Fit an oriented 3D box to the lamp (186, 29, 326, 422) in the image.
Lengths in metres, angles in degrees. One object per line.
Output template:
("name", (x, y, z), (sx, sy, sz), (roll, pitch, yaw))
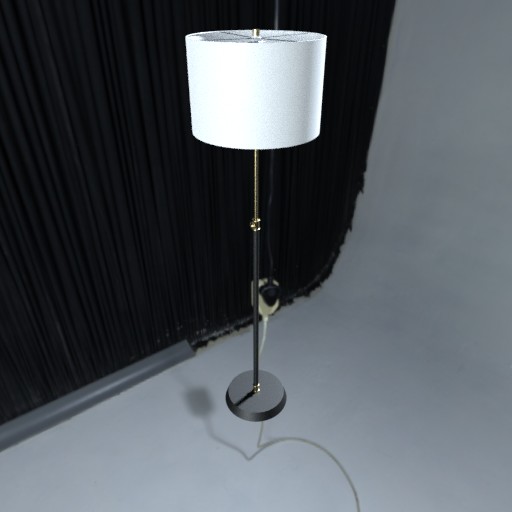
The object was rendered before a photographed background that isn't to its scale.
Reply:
("lamp", (0.000, 0.000, 1.663), (0.404, 1.517, 0.404), (-21, 37, -30))
